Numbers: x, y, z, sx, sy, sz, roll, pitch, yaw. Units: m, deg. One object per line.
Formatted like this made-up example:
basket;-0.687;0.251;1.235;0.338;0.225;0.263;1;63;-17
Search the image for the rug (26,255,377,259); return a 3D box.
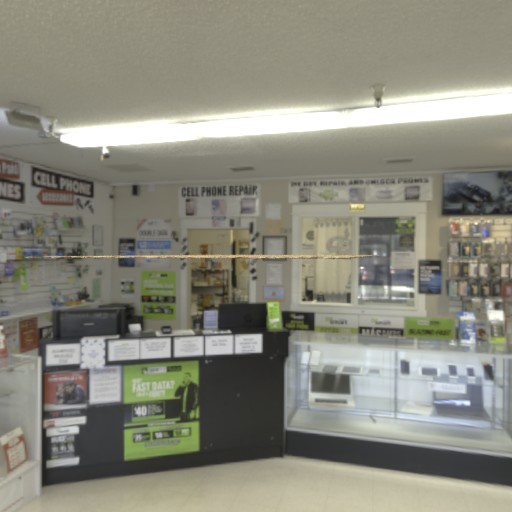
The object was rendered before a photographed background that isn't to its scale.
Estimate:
rug;0.000;0.000;2.986;1.524;0.008;2.438;0;0;18
